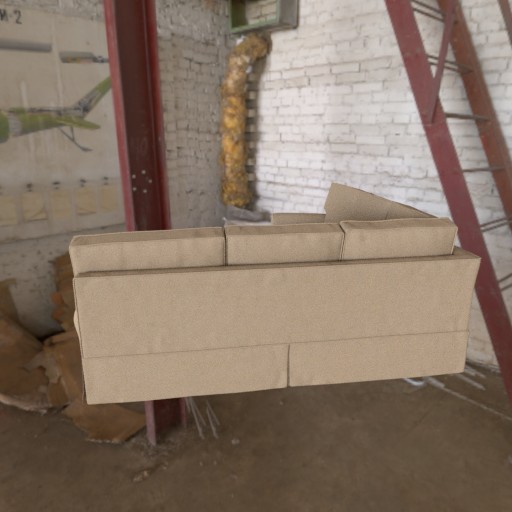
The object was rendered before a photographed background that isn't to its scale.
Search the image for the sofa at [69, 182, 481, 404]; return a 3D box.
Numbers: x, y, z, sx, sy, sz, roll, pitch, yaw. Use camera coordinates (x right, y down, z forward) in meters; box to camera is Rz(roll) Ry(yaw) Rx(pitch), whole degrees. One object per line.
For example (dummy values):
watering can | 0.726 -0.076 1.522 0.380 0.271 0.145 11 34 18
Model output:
sofa | 0.000 0.000 4.192 2.733 1.124 2.730 -2 17 -8
